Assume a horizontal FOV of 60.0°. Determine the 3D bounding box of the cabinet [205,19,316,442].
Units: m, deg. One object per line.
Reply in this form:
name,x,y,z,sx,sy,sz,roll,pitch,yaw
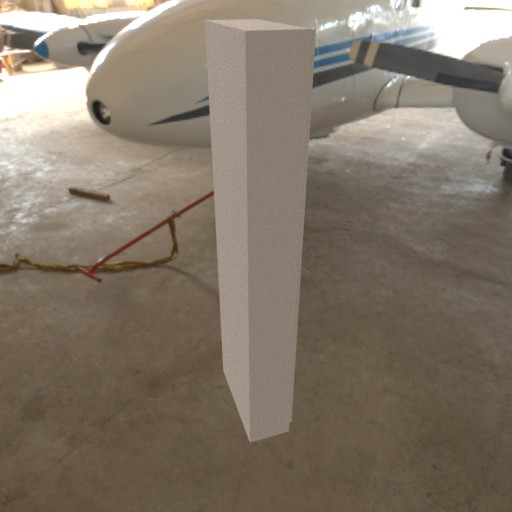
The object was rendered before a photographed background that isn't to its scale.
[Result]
cabinet,0.000,0.000,1.927,0.230,1.790,0.500,-10,32,-16
